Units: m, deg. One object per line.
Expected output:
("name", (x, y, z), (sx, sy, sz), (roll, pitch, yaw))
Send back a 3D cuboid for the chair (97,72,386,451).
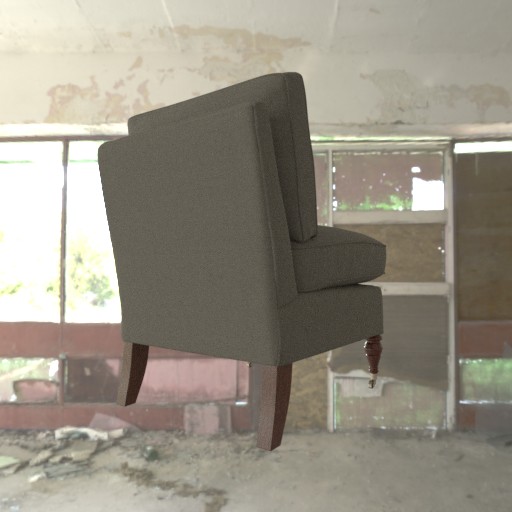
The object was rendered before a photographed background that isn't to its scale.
("chair", (0.000, 0.000, 1.669), (0.724, 1.045, 0.924), (-1, -2, 37))
